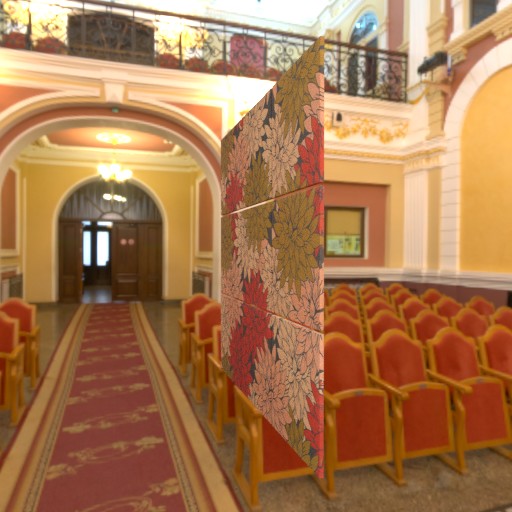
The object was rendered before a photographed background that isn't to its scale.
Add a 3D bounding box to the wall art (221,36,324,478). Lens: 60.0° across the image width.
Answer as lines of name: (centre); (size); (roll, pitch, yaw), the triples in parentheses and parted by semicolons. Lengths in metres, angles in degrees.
wall art: (0.000, 0.000, 1.796); (0.013, 1.218, 1.206); (0, 1, -18)
